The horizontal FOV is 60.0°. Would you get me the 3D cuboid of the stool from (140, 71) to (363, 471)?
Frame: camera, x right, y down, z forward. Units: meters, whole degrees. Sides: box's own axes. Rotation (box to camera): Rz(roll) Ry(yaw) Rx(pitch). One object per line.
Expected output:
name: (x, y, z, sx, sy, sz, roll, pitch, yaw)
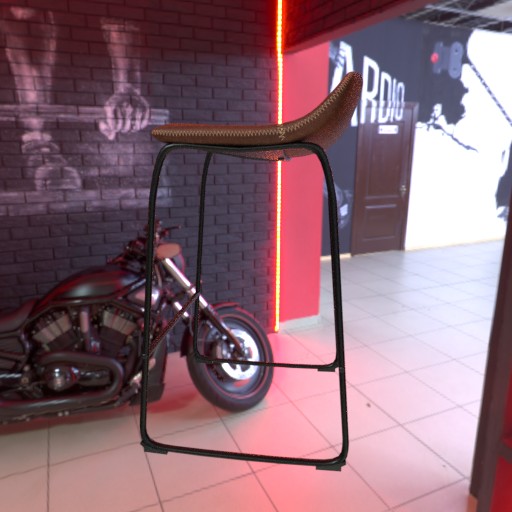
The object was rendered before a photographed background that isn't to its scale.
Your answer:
stool: (0.000, 0.000, 1.100, 0.473, 0.830, 0.454, 2, 14, 8)
